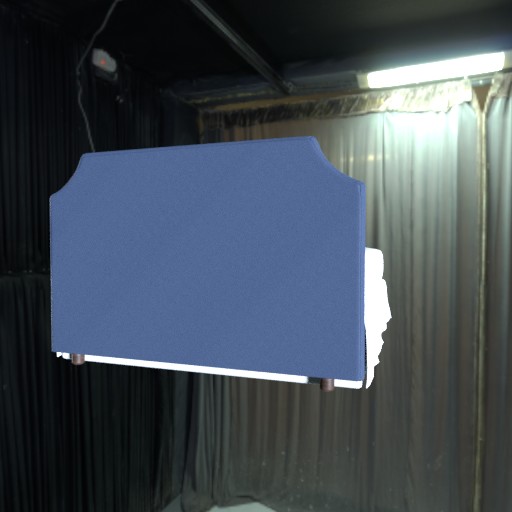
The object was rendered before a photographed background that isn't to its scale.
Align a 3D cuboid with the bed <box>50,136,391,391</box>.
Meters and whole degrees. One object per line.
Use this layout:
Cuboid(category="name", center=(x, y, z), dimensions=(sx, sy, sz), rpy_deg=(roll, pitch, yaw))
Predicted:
Cuboid(category="bed", center=(0.000, 0.000, 4.134), dimensions=(2.350, 1.488, 2.773), rpy_deg=(1, 2, 19))
